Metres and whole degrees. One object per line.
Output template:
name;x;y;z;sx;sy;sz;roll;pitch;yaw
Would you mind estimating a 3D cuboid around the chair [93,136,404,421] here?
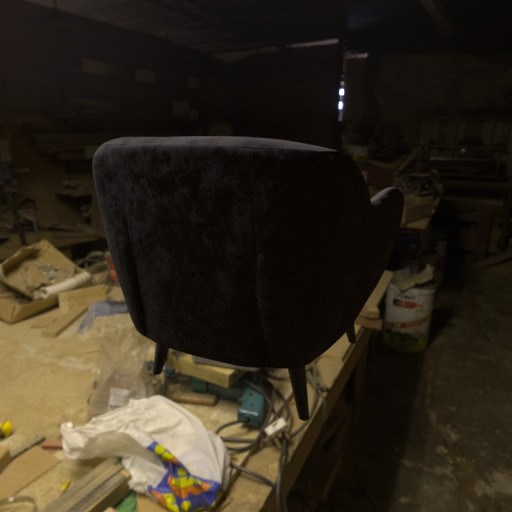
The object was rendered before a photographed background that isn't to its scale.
chair;0.000;0.000;1.516;0.840;0.807;0.819;8;18;26
